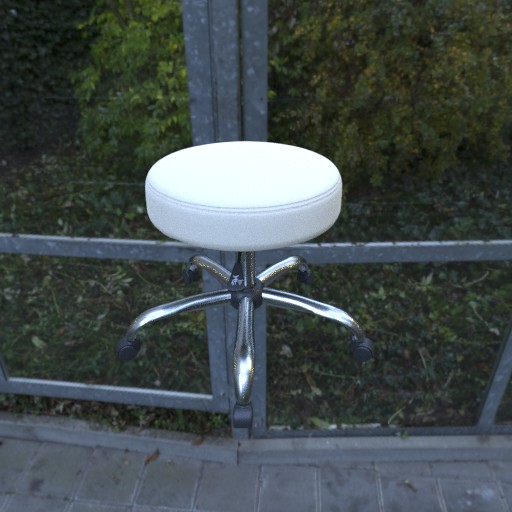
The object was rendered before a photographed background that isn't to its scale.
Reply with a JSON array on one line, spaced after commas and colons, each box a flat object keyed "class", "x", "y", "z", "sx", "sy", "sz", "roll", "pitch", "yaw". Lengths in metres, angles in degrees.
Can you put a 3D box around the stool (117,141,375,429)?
[{"class": "stool", "x": 0.000, "y": 0.000, "z": 1.072, "sx": 0.614, "sy": 0.482, "sz": 0.634, "roll": 10, "pitch": 31, "yaw": 16}]
